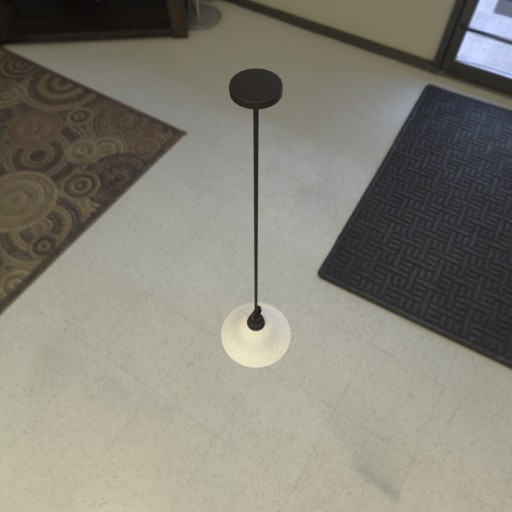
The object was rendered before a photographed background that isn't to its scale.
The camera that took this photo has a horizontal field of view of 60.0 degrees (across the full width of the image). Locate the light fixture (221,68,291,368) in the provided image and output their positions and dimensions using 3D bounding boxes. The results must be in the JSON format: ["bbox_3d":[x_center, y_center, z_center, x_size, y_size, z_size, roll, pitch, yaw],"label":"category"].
[{"bbox_3d":[0.000,0.000,1.496,0.324,1.337,0.324,31,62,18],"label":"light fixture"}]
